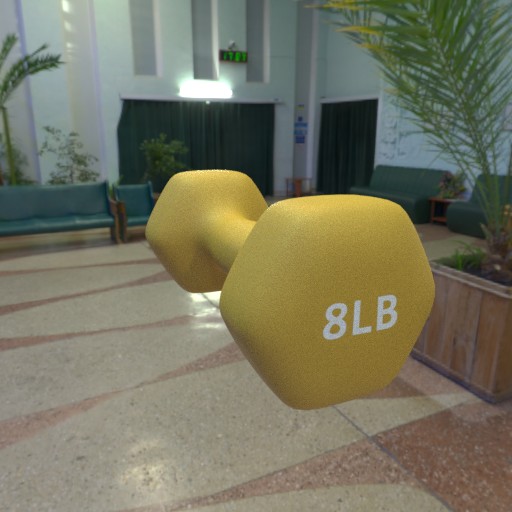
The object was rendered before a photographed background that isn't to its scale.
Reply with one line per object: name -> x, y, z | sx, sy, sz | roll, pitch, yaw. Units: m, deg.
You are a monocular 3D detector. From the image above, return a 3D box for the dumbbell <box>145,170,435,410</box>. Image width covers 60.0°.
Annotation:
dumbbell -> 0.000, 0.000, 0.242 | 0.090, 0.082, 0.190 | -7, 16, -23
